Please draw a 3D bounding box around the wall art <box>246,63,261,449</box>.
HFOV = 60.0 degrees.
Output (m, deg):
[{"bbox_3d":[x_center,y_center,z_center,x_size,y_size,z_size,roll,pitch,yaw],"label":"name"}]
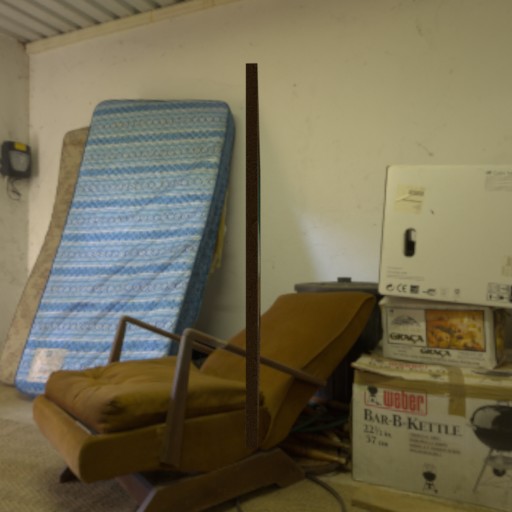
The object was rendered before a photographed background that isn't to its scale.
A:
[{"bbox_3d":[0.000,0.000,1.179,0.019,0.626,0.917,0,0,1],"label":"wall art"}]
